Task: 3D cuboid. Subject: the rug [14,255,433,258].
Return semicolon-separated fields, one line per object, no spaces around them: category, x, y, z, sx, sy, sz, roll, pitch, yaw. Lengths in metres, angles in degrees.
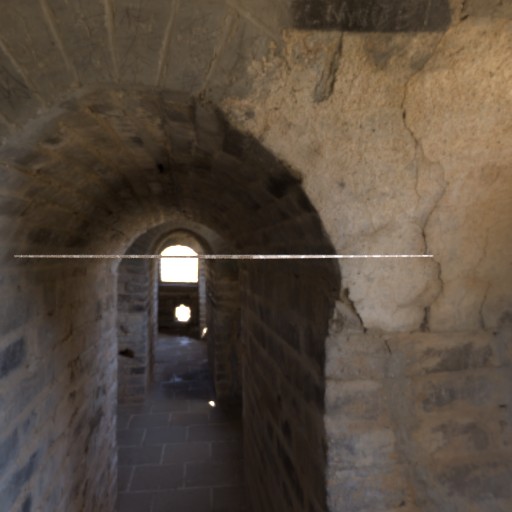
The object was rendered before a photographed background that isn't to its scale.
rug;0.000;0.000;2.686;1.524;0.010;2.134;0;0;36
